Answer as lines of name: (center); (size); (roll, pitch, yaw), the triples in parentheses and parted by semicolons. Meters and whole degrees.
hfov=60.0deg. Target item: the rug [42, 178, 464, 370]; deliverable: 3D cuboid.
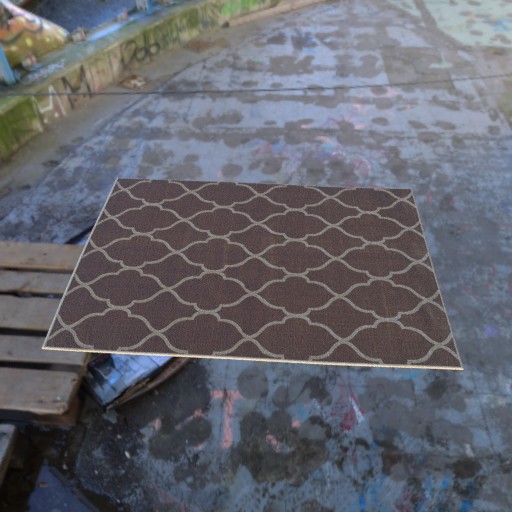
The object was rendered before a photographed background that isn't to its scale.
rug: (0.000, 0.000, 2.903); (2.294, 0.014, 1.528); (2, 48, 2)
